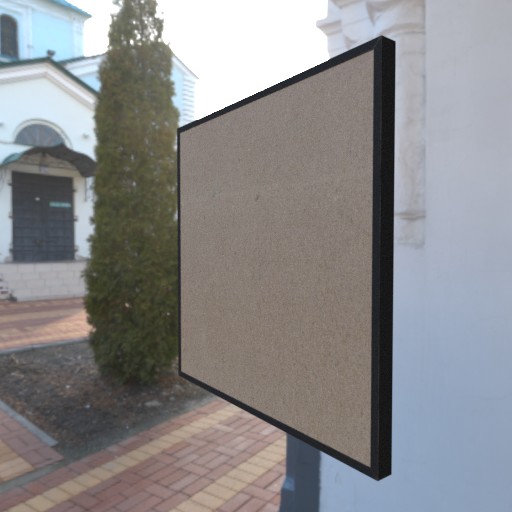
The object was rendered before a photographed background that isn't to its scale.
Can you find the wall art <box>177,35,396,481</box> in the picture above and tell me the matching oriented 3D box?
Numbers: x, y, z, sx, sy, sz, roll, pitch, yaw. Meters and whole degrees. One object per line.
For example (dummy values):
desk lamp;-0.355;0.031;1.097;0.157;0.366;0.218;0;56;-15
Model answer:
wall art;0.000;0.000;1.073;0.038;0.762;0.762;-1;2;-36
